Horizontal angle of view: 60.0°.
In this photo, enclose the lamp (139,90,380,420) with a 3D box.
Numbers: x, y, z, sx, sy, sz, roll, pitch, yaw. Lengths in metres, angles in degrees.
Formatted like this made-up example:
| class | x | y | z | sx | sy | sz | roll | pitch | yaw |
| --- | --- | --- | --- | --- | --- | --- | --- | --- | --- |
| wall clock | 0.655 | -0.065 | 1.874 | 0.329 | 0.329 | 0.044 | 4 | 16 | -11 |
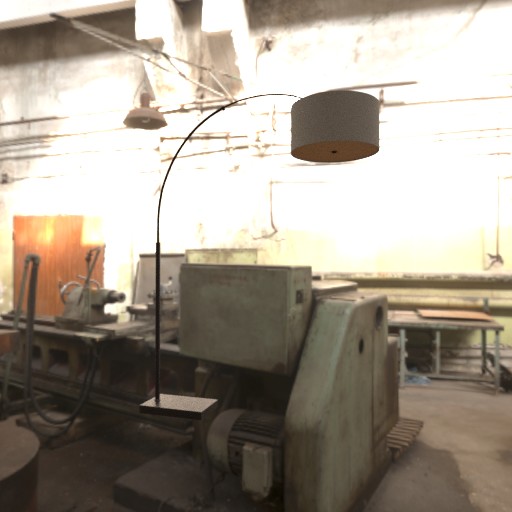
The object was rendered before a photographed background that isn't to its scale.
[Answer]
| class | x | y | z | sx | sy | sz | roll | pitch | yaw |
| --- | --- | --- | --- | --- | --- | --- | --- | --- | --- |
| lamp | 0.000 | 0.000 | 2.640 | 1.424 | 1.927 | 0.493 | 0 | -1 | 18 |
